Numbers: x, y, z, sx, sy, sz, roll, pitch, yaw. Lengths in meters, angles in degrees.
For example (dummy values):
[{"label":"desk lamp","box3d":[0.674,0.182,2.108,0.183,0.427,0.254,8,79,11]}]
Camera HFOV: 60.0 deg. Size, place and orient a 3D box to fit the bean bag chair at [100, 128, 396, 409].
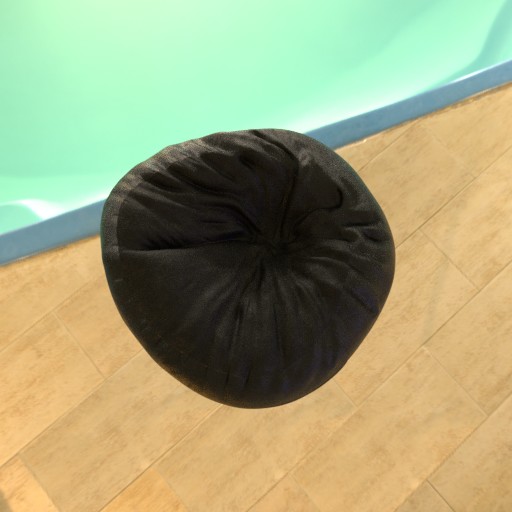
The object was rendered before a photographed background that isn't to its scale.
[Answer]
[{"label":"bean bag chair","box3d":[0.000,0.000,2.480,1.524,0.878,1.524,-34,78,-8]}]
